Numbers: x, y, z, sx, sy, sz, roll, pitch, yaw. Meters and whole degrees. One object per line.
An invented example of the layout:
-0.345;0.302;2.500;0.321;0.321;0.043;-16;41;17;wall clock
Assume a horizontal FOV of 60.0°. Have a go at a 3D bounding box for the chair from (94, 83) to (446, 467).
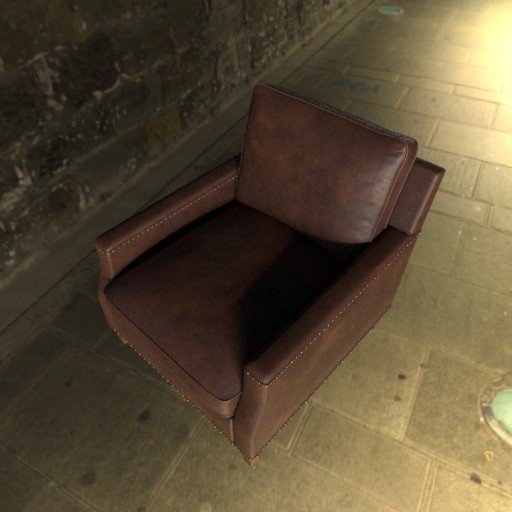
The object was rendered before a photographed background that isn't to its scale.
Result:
0.000;0.000;1.687;0.853;0.929;1.014;33;54;29;chair
